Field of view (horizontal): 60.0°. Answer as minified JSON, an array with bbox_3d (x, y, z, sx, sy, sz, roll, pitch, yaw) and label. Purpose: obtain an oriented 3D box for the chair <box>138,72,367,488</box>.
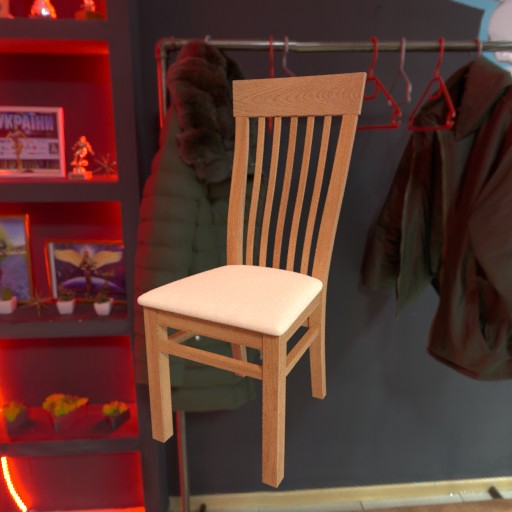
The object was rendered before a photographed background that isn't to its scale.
[{"bbox_3d":[0.000,0.000,1.320,0.450,1.050,0.580,8,17,27],"label":"chair"}]
